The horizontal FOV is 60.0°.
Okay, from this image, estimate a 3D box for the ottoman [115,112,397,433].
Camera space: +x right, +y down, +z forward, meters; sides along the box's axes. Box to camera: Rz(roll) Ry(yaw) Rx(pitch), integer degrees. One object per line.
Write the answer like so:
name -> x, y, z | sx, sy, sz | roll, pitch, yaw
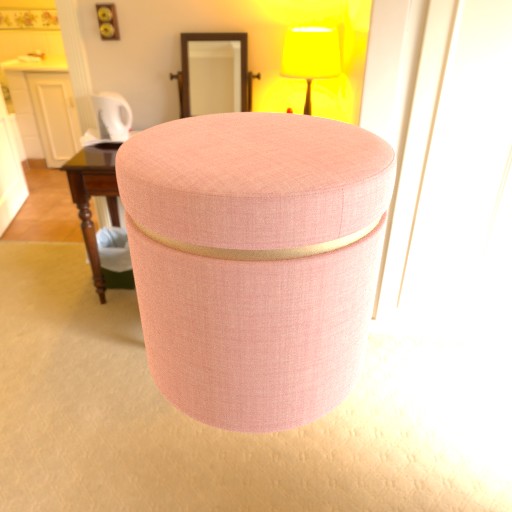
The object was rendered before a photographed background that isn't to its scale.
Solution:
ottoman -> 0.000, 0.000, 0.737 | 0.400, 0.406, 0.400 | 0, 30, 0
